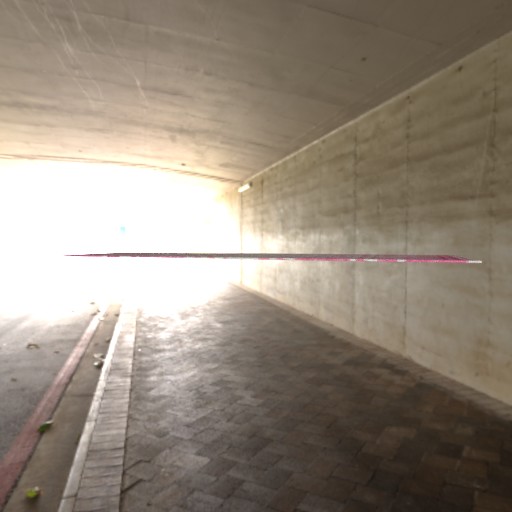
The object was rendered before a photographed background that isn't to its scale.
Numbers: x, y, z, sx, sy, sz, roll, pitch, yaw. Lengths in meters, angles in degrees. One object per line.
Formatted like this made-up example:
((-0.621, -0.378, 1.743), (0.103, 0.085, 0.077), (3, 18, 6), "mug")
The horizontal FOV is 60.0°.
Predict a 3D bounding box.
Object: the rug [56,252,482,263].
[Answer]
((0.000, 0.000, 2.805), (2.458, 0.011, 0.787), (1, 2, 18), "rug")
